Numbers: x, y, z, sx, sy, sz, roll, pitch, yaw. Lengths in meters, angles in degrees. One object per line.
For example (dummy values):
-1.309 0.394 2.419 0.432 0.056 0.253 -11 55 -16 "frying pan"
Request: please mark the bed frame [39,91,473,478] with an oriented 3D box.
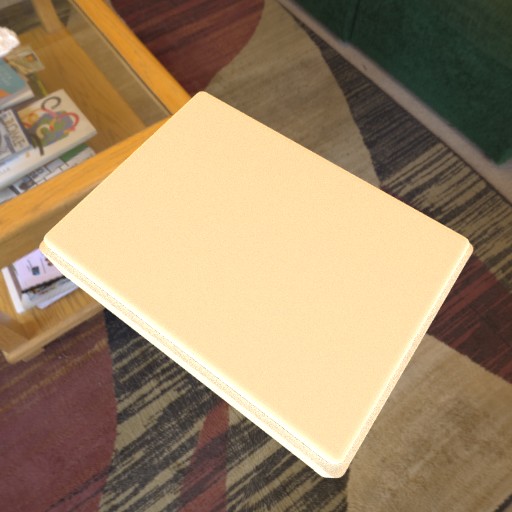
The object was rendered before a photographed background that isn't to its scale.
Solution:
0.000 0.000 2.477 1.900 0.406 1.400 33 68 15 "bed frame"
